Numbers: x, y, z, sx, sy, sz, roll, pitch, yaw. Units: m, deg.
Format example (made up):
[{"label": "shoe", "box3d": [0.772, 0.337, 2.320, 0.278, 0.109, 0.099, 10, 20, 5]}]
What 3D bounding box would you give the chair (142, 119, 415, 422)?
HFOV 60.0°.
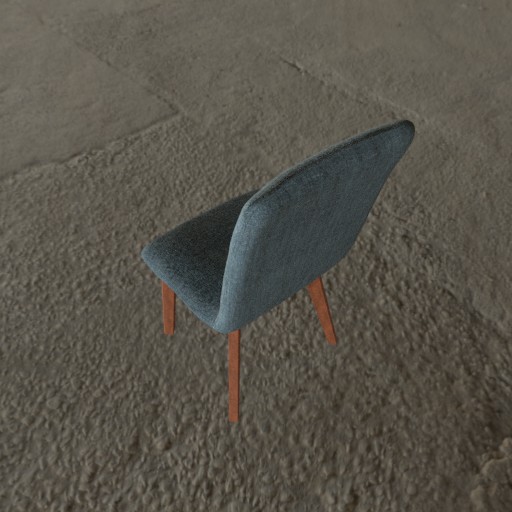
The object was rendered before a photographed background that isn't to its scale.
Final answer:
[{"label": "chair", "box3d": [0.000, 0.000, 1.334, 0.522, 0.974, 0.563, -31, 54, -26]}]
